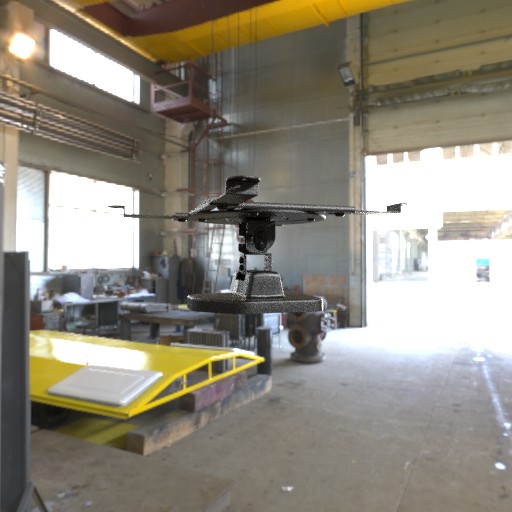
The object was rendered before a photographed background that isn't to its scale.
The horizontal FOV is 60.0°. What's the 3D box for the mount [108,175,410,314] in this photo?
[{"bbox_3d":[0.000,0.000,0.615,0.394,0.141,0.394,0,-1,-17],"label":"mount"}]
